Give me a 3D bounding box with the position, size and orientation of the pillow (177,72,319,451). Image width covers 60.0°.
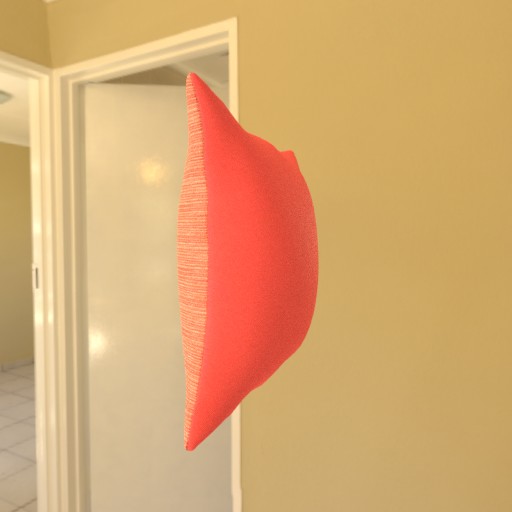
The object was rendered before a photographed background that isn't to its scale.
[{"bbox_3d":[0.000,0.000,0.839,0.229,0.501,0.559,1,3,19],"label":"pillow"}]
